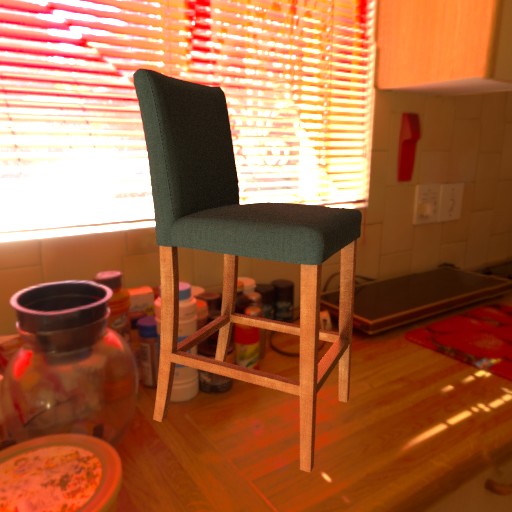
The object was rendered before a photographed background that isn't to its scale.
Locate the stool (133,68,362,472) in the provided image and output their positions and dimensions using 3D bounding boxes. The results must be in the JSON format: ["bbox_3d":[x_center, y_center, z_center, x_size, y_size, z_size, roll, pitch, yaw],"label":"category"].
[{"bbox_3d":[0.000,0.000,1.404,0.574,1.088,0.454,6,15,25],"label":"stool"}]
